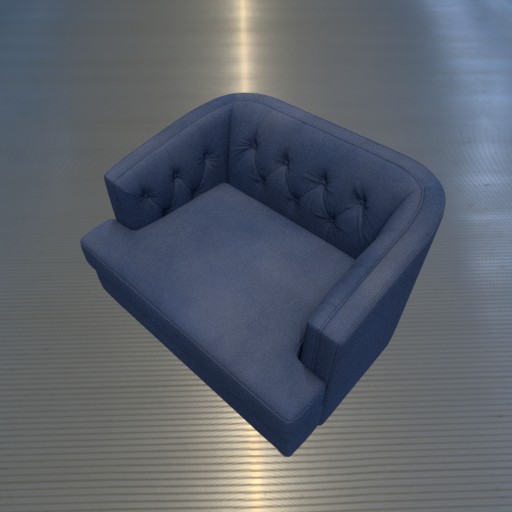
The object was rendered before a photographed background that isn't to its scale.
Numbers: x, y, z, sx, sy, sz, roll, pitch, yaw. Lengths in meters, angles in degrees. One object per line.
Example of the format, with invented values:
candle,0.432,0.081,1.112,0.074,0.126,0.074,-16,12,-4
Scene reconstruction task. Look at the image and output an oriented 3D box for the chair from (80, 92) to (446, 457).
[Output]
chair,0.000,0.000,1.761,1.118,0.787,0.914,34,56,28
